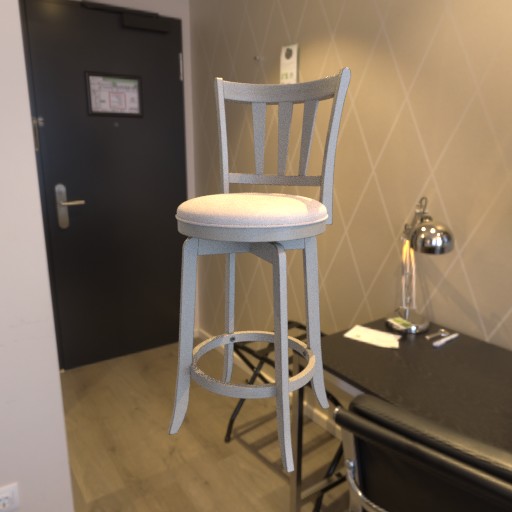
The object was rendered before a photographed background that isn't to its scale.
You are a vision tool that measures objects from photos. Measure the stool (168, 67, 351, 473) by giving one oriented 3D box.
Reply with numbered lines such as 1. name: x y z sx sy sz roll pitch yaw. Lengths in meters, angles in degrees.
1. stool: 0.000 0.000 1.294 0.436 1.042 0.475 6 15 25
